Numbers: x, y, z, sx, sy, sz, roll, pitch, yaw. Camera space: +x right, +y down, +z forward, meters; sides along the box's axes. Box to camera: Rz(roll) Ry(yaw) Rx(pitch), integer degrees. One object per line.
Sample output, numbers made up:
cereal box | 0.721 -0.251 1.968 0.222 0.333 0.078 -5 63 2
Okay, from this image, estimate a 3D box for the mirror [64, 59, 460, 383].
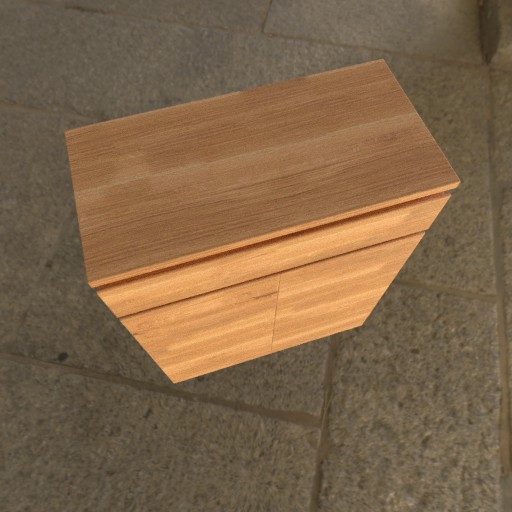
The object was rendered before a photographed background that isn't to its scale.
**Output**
mirror | 0.000 0.000 1.432 0.800 1.000 0.400 -16 64 -8
